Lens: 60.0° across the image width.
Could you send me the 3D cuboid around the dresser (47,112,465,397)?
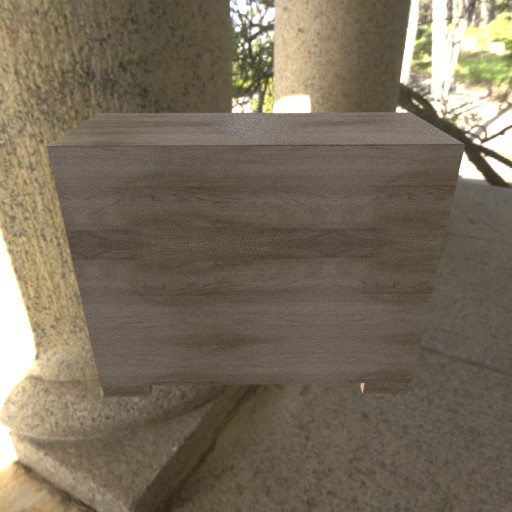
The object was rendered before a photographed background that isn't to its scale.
[{"bbox_3d":[0.000,0.000,1.423,0.994,0.816,0.404,0,28,-1],"label":"dresser"}]
